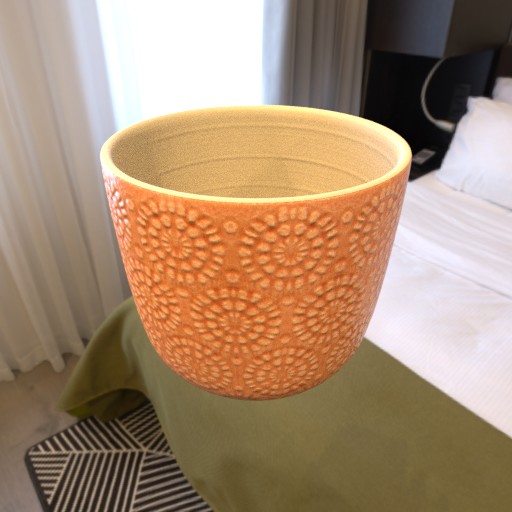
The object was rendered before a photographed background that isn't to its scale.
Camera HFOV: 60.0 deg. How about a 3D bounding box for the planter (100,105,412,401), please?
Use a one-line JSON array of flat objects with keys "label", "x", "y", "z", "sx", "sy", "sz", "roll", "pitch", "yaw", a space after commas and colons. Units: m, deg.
[{"label": "planter", "x": 0.000, "y": 0.000, "z": 0.356, "sx": 0.208, "sy": 0.190, "sz": 0.208, "roll": 0, "pitch": 32, "yaw": 0}]
